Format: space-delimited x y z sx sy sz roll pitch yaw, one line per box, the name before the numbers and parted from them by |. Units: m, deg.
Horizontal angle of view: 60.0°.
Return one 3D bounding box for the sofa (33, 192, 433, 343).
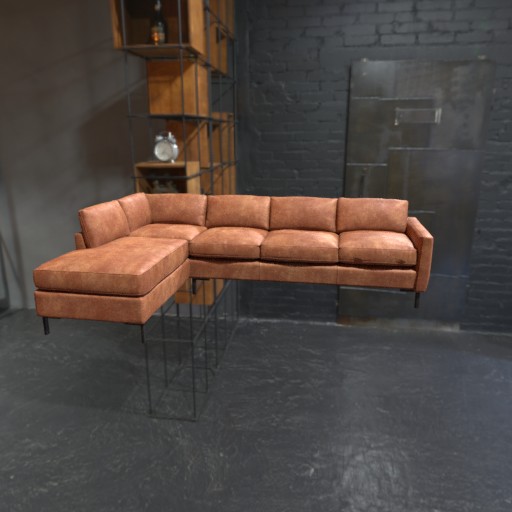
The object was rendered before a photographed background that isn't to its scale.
sofa | 0.000 0.000 3.877 2.984 0.877 1.938 3 15 10
